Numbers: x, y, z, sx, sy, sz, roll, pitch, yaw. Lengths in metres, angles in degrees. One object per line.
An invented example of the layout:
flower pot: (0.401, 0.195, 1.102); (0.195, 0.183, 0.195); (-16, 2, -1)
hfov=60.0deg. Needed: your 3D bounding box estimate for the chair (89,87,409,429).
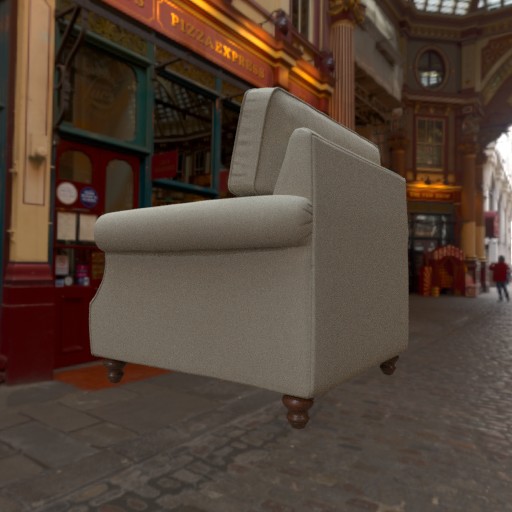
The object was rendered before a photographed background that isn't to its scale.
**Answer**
chair: (0.000, 0.000, 1.759); (0.966, 0.967, 1.029); (-1, -1, 36)
